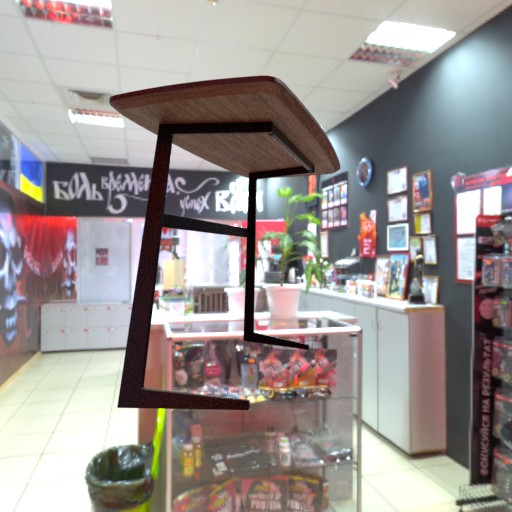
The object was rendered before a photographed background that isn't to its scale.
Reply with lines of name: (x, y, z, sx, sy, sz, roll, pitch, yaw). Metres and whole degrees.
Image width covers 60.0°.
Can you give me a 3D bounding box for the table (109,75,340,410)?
table: (0.000, 0.000, 1.122, 0.361, 0.576, 0.804, 0, 0, 18)
